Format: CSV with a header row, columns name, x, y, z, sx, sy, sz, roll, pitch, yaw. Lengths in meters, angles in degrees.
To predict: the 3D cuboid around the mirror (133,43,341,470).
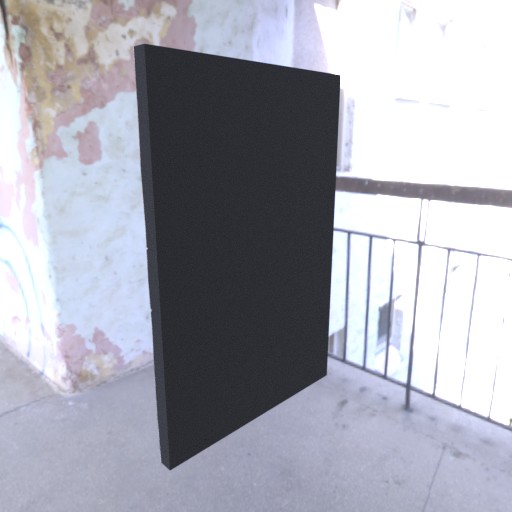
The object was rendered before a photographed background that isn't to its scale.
name,x,y,z,sx,sy,sz,roll,pitch,yaw
mirror,0.000,0.000,1.133,0.606,0.912,0.044,-15,21,-43
